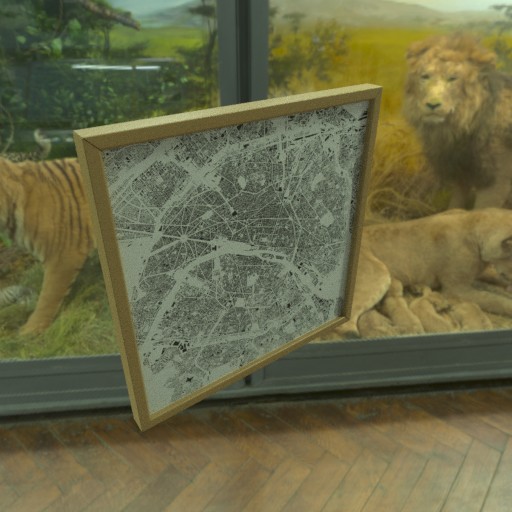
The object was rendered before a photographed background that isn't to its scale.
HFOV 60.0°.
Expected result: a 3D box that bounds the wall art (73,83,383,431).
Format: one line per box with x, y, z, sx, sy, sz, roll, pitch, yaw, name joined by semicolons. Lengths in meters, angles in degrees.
0.000;0.000;0.769;0.509;0.509;0.036;-21;37;-30;wall art
